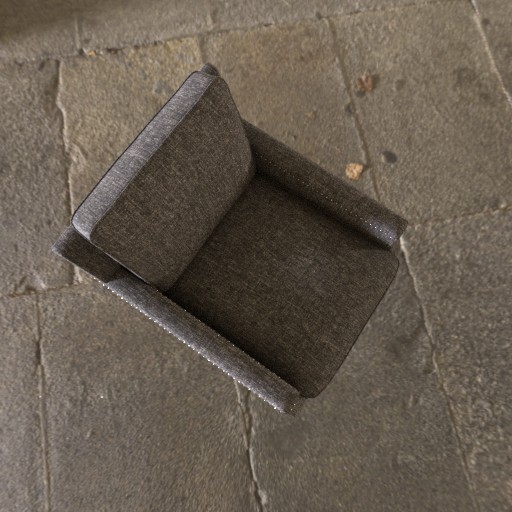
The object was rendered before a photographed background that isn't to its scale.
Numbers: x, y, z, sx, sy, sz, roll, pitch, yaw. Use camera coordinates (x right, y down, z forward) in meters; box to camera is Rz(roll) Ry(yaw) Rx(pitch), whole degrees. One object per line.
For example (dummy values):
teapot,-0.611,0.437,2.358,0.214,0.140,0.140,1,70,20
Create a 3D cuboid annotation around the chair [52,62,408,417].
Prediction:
chair,0.000,0.000,1.736,1.014,0.943,0.853,34,78,8
